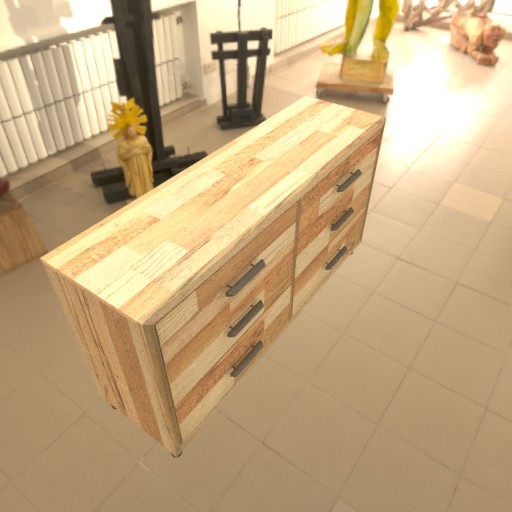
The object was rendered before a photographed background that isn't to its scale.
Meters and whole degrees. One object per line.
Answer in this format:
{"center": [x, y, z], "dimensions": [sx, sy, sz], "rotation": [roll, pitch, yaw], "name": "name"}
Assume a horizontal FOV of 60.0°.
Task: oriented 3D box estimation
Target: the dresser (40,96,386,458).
{"center": [0.000, 0.000, 1.973], "dimensions": [0.487, 0.834, 1.547], "rotation": [26, 47, 26], "name": "dresser"}
